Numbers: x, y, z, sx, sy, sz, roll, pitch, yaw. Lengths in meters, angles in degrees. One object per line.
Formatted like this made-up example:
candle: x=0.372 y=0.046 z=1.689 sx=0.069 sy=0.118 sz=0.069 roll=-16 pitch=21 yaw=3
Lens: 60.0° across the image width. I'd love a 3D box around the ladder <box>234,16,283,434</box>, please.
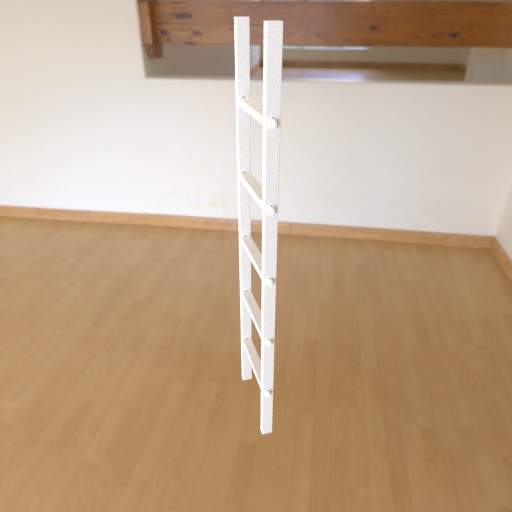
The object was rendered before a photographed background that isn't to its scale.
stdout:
ladder: x=0.000 y=0.000 z=1.902 sx=0.051 sy=1.797 sz=0.452 roll=-8 pitch=31 yaw=-14
